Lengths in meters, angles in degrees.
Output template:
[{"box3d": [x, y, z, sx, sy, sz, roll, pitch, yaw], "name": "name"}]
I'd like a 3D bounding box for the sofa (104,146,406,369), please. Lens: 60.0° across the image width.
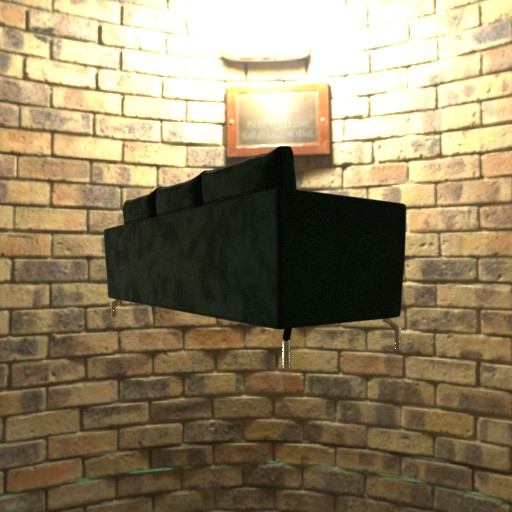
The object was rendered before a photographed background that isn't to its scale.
[{"box3d": [0.000, 0.000, 3.209, 1.489, 1.007, 2.441, 1, -2, -35], "name": "sofa"}]
